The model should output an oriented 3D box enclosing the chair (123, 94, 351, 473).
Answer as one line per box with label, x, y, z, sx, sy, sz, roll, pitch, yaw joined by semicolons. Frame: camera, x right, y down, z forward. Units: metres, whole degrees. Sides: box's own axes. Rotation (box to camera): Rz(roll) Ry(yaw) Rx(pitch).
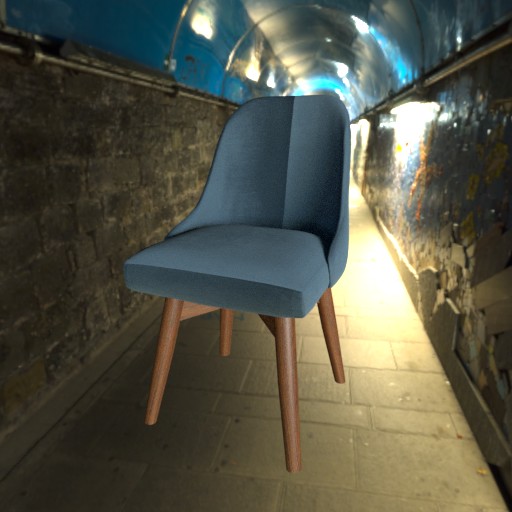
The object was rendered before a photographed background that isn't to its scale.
chair;0.000;0.000;1.240;0.503;0.882;0.589;7;17;24
